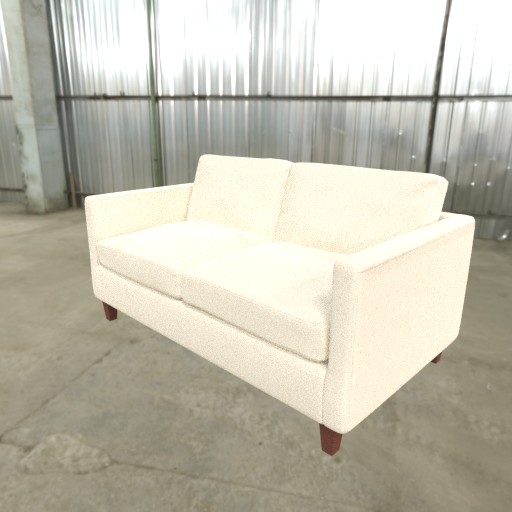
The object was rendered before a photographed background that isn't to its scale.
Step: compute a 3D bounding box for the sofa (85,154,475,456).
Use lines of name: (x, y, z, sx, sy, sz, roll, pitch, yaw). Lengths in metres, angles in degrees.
sofa: (0.000, 0.000, 2.173, 1.702, 0.888, 0.964, 16, 23, 42)
